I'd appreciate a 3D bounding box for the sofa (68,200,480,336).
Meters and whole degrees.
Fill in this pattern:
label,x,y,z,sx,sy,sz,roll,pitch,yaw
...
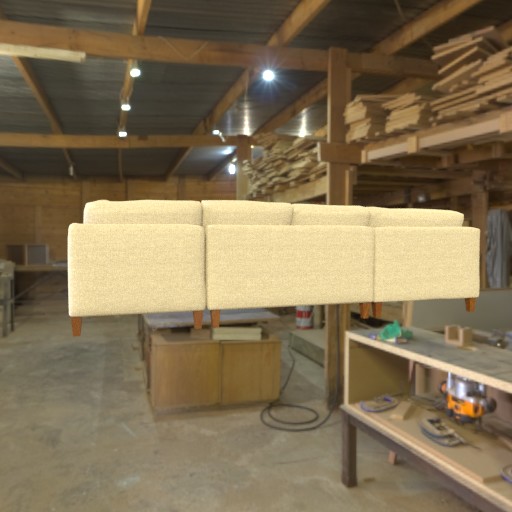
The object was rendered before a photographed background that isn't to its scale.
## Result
label,x,y,z,sx,sy,sz,roll,pitch,yaw
sofa,0.000,0.000,4.652,3.460,0.961,2.594,-1,2,-18
